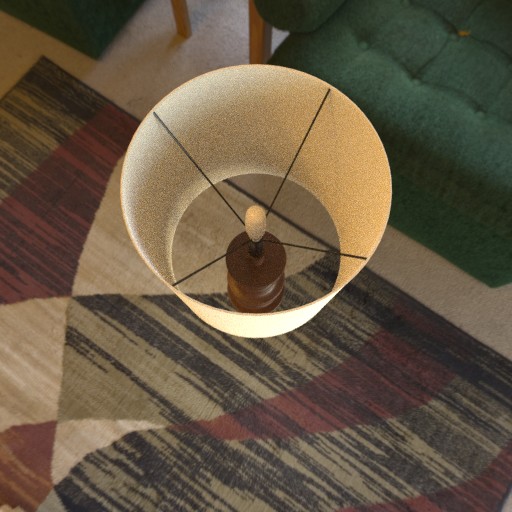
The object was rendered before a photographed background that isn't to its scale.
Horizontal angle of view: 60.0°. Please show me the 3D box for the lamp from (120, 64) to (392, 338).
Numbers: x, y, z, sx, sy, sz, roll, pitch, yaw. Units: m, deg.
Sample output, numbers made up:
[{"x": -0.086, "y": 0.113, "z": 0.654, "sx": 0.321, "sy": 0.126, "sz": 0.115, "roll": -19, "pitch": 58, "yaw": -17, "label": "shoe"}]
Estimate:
[{"x": 0.000, "y": 0.000, "z": 0.561, "sx": 0.208, "sy": 0.455, "sz": 0.208, "roll": 16, "pitch": 76, "yaw": 4, "label": "lamp"}]
